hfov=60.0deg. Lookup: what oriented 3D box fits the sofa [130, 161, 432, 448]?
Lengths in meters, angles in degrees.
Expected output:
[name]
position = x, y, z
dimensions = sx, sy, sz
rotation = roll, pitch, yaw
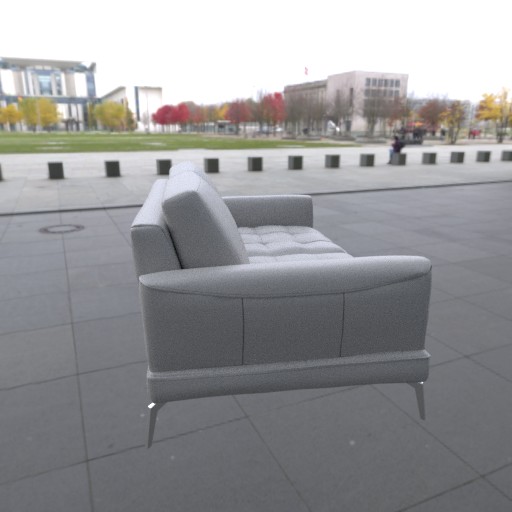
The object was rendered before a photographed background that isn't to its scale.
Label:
[sofa]
position = 0.000, 0.000, 2.406
dimensions = 1.121, 0.930, 1.819
rotation = -2, 16, -9
